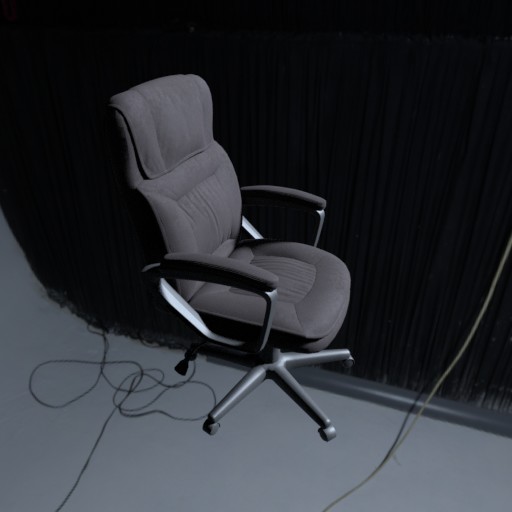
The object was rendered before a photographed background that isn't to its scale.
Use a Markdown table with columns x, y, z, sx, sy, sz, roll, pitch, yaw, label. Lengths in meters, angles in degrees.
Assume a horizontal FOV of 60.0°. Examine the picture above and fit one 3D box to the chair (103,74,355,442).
| x | y | z | sx | sy | sz | roll | pitch | yaw | label |
| --- | --- | --- | --- | --- | --- | --- | --- | --- | --- |
| 0.000 | 0.000 | 1.508 | 0.724 | 1.105 | 0.667 | 10 | 31 | 18 | chair |
